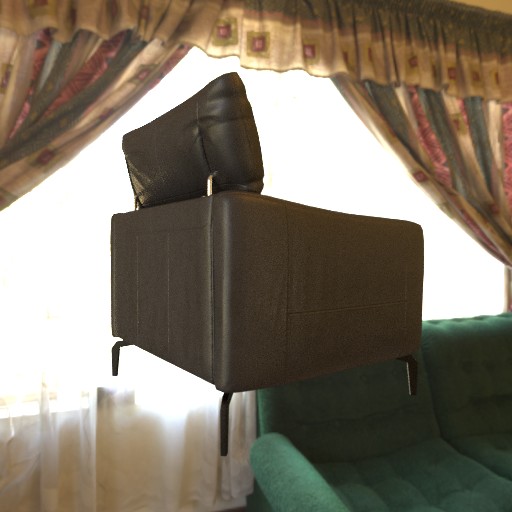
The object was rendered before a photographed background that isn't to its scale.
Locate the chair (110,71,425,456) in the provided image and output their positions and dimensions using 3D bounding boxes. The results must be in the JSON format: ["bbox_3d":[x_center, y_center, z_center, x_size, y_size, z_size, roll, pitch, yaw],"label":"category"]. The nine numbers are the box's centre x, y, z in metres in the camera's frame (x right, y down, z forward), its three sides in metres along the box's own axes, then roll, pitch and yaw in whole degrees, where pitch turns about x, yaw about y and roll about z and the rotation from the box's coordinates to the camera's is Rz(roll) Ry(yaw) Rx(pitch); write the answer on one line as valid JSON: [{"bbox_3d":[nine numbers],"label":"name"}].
[{"bbox_3d":[0.000,0.000,1.630,0.809,0.949,0.976,-1,1,-36],"label":"chair"}]
